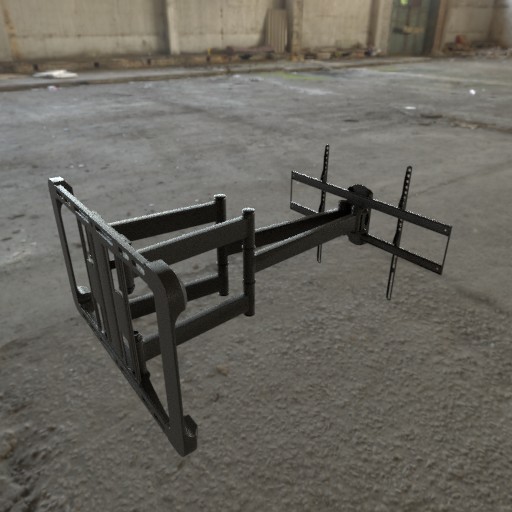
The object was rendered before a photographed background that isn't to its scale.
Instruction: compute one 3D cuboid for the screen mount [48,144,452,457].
[{"bbox_3d":[0.000,0.000,1.316,0.905,0.483,0.725,-19,33,-32],"label":"screen mount"}]
